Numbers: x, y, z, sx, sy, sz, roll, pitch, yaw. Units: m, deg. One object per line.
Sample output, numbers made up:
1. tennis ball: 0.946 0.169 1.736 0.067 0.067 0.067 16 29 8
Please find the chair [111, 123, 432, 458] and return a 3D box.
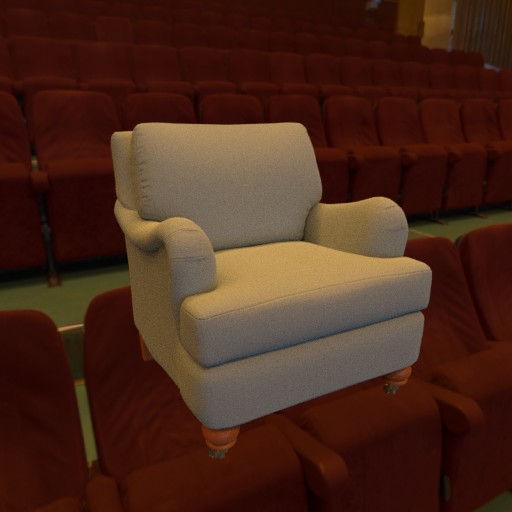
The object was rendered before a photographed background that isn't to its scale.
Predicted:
1. chair: 0.000 0.000 1.805 0.955 1.038 1.070 -9 19 -27
